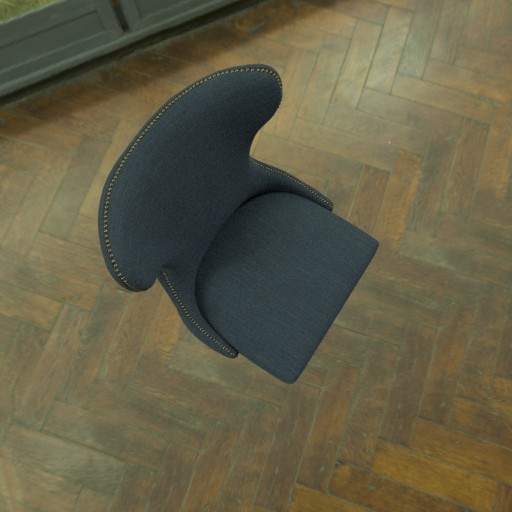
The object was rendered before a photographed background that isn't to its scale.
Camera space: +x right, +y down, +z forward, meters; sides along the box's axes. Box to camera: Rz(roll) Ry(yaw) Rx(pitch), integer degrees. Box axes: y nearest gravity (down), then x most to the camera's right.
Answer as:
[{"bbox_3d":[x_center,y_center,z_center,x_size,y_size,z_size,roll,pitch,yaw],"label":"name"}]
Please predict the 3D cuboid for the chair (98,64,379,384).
[{"bbox_3d":[0.000,0.000,1.393,0.635,0.967,0.628,33,79,7],"label":"chair"}]
